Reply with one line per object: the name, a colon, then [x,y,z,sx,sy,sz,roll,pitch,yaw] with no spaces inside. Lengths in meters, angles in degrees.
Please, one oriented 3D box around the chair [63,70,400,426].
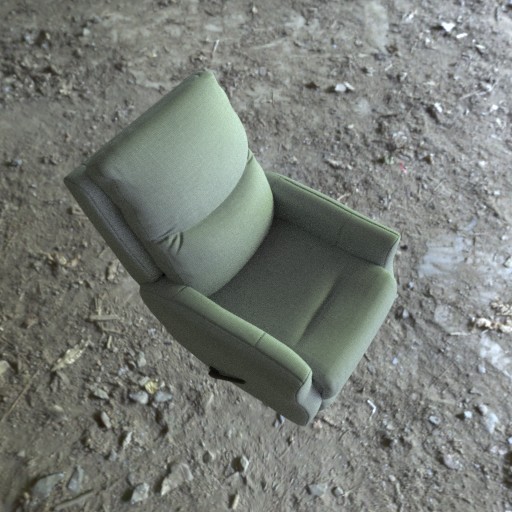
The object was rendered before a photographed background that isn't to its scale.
chair: [0.000,0.000,1.754,1.080,1.030,0.829,31,64,18]
